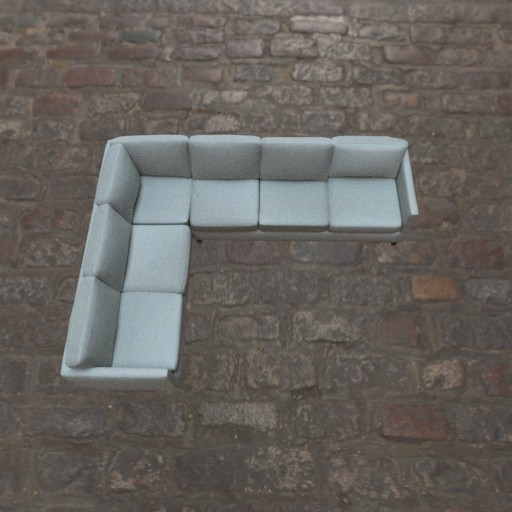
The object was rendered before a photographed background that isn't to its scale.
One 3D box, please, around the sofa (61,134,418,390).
[{"bbox_3d":[0.000,0.000,4.487,3.301,0.947,2.592,1,64,0],"label":"sofa"}]
